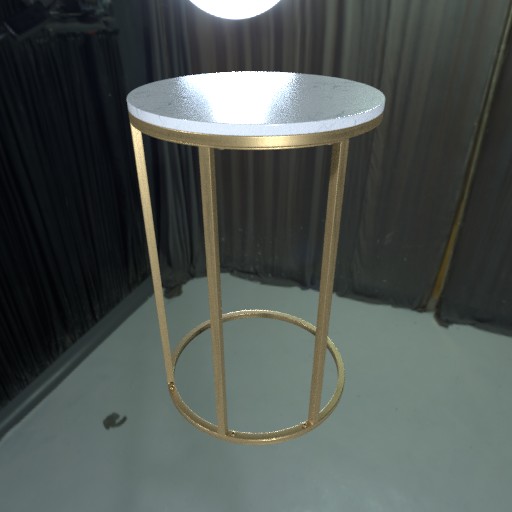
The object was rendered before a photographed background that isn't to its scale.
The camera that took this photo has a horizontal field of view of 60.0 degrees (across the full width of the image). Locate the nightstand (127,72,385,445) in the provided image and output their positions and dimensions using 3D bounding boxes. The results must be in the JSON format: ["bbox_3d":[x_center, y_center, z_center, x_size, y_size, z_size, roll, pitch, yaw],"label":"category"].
[{"bbox_3d":[0.000,0.000,0.863,0.400,0.610,0.400,10,32,16],"label":"nightstand"}]
